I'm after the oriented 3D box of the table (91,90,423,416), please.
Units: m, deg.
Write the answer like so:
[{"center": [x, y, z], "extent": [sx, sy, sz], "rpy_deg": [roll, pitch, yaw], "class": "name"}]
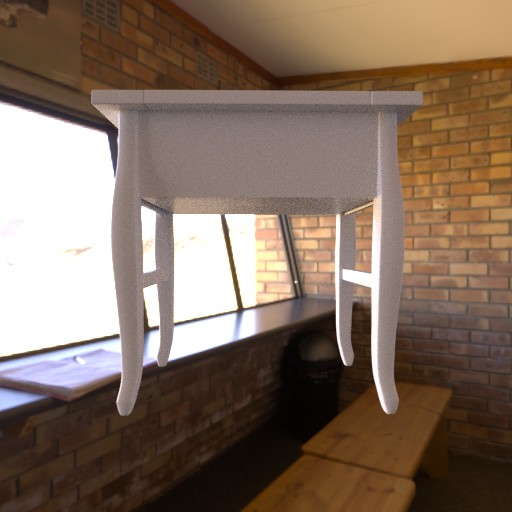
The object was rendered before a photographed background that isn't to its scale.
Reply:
[{"center": [0.000, 0.000, 1.031], "extent": [0.599, 0.605, 0.463], "rpy_deg": [0, 0, -1], "class": "table"}]
